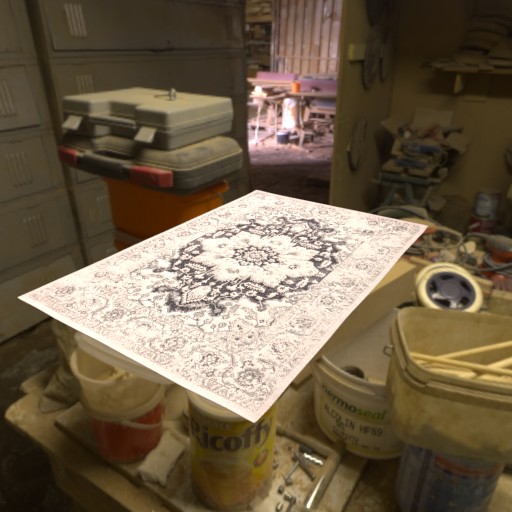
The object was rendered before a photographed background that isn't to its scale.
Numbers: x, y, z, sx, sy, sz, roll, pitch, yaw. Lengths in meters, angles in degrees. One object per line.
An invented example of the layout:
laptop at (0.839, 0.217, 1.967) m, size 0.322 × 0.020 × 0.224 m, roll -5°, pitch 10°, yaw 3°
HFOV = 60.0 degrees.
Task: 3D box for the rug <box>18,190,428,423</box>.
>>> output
rug at (0.000, 0.000, 2.238) m, size 1.223 × 0.008 × 1.813 m, roll 17°, pitch 30°, yaw 30°
